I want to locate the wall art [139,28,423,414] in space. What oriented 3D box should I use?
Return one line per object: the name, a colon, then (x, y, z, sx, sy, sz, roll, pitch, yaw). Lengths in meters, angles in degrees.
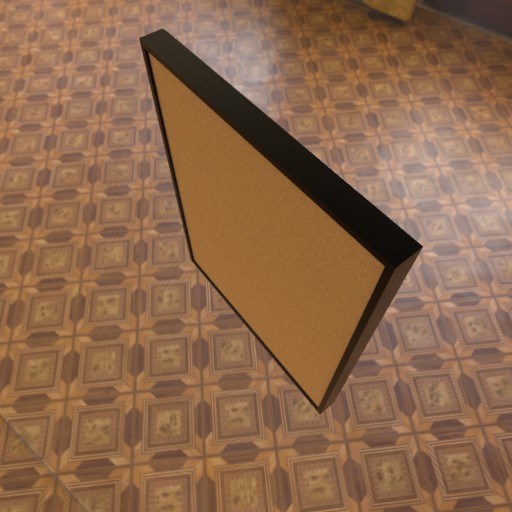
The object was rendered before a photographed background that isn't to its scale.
wall art: (0.000, 0.000, 0.729, 0.039, 0.553, 0.451, -34, 63, -19)
